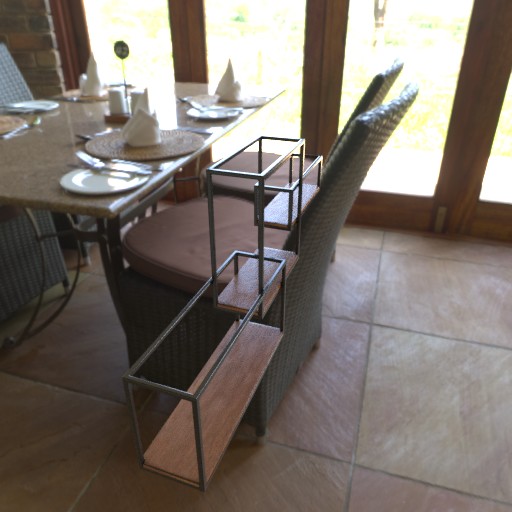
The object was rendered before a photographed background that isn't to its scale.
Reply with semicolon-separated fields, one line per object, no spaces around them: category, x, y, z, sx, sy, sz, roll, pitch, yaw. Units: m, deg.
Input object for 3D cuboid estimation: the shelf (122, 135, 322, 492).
shelf;0.000;0.000;2.130;0.275;0.972;1.781;10;30;18
